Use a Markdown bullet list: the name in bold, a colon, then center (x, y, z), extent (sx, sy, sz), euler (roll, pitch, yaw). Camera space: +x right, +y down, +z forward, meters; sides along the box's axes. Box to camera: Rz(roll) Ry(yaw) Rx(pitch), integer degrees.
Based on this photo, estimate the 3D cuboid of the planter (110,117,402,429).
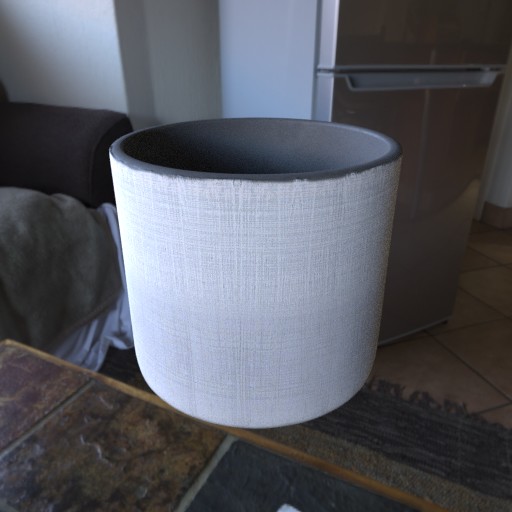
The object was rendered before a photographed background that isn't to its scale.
- **planter**: center (0.000, 0.000, 0.384), extent (0.221, 0.201, 0.221), euler (0, 26, 0)
